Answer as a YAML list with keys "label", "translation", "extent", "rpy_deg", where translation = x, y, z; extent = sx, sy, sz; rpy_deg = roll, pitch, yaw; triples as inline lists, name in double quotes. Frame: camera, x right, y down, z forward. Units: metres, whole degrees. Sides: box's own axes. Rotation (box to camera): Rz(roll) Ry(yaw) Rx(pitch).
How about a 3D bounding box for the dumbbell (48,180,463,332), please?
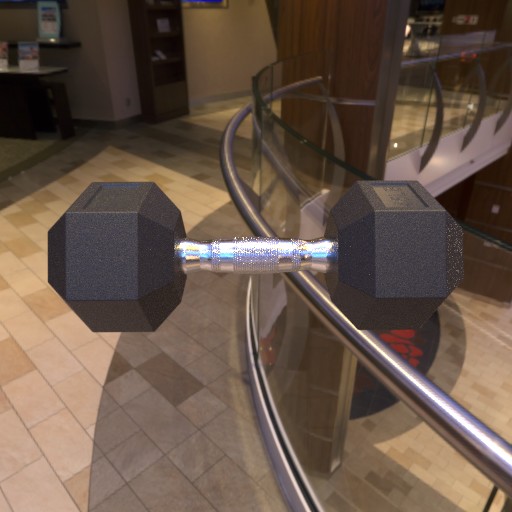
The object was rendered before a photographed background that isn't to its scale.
- label: "dumbbell"
  translation: [0.000, 0.000, 0.417]
  extent: [0.356, 0.123, 0.141]
  rpy_deg: [0, 29, -1]
